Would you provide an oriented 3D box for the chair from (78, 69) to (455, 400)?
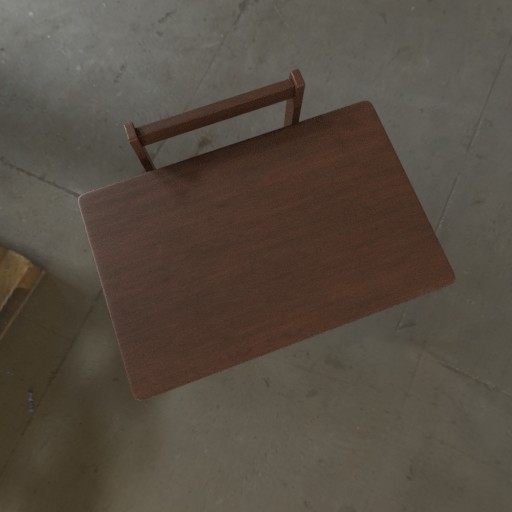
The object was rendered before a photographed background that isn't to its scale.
[{"bbox_3d":[0.000,0.000,1.078,0.599,0.673,0.463,-20,77,-5],"label":"chair"}]
